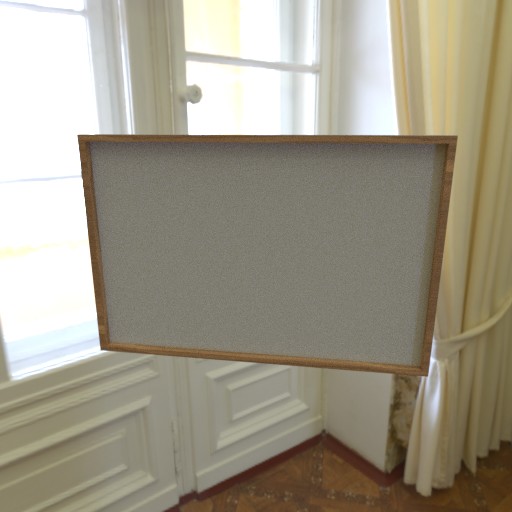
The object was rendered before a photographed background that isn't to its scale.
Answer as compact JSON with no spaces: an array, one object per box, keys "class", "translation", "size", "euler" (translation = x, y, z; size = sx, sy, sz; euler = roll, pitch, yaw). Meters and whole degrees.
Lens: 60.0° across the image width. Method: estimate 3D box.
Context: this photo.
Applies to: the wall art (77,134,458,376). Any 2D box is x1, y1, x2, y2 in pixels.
[{"class":"wall art","translation":[0.000,0.000,1.433],"size":[1.137,0.756,0.034],"euler":[3,16,9]}]
